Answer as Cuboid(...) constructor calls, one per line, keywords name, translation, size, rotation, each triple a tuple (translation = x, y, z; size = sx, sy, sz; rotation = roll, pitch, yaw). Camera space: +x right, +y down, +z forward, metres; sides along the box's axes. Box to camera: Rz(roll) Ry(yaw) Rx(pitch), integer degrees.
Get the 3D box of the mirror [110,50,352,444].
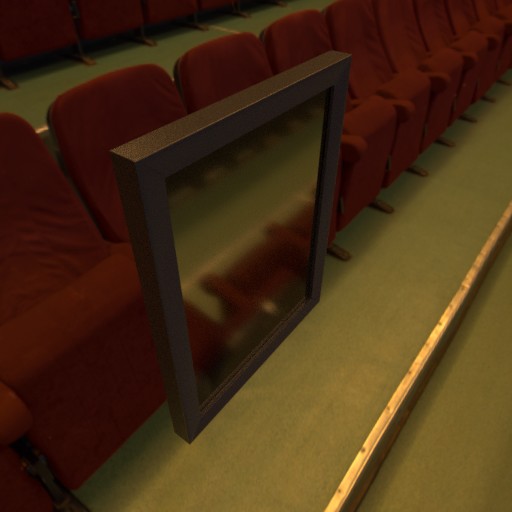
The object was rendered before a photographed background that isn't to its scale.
Cuboid(name="mirror", translation=(0.000, 0.000, 0.687), size=(0.041, 0.508, 0.405), rotation=(26, 47, 28))
